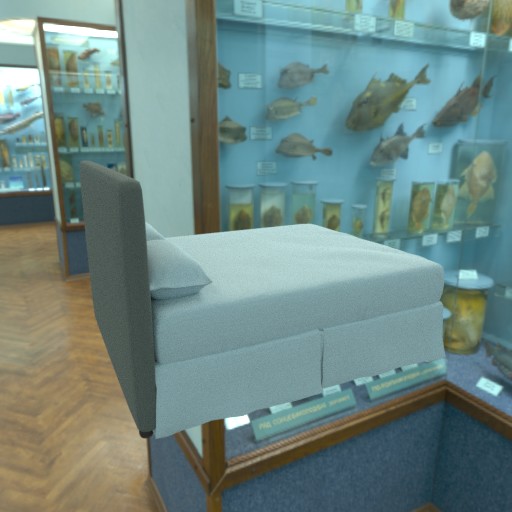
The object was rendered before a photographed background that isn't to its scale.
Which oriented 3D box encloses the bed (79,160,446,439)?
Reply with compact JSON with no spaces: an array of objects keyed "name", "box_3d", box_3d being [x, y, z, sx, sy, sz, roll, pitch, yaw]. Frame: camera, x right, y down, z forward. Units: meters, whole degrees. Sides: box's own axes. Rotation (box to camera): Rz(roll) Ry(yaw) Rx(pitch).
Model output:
[{"name":"bed","box_3d":[0.000,0.000,3.200,2.142,1.330,1.748,-7,17,-25]}]
